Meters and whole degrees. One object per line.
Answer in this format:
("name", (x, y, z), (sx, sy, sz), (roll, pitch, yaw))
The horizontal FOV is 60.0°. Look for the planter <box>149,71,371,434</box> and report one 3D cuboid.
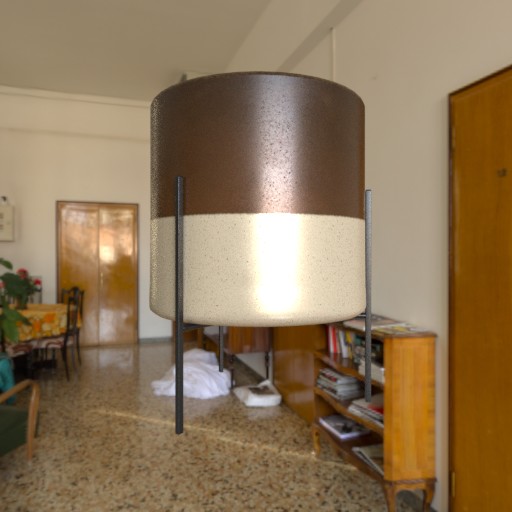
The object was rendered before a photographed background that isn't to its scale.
("planter", (0.000, 0.000, 0.721), (0.345, 0.465, 0.354), (0, 0, 36))
